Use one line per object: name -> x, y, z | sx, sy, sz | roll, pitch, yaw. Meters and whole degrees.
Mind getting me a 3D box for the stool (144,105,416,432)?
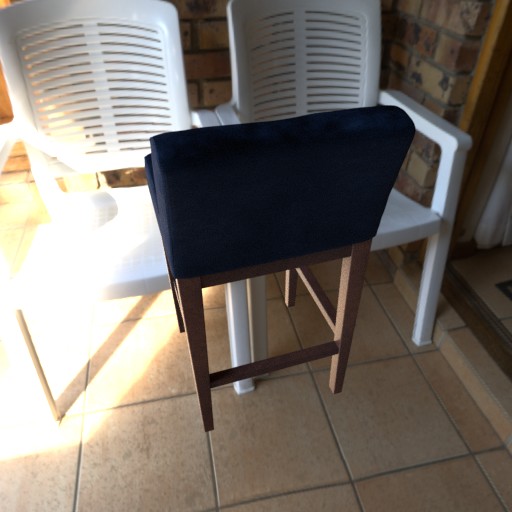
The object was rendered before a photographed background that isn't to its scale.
stool -> 0.000, 0.000, 1.257 | 0.511, 0.945, 0.516 | -12, 41, -14
